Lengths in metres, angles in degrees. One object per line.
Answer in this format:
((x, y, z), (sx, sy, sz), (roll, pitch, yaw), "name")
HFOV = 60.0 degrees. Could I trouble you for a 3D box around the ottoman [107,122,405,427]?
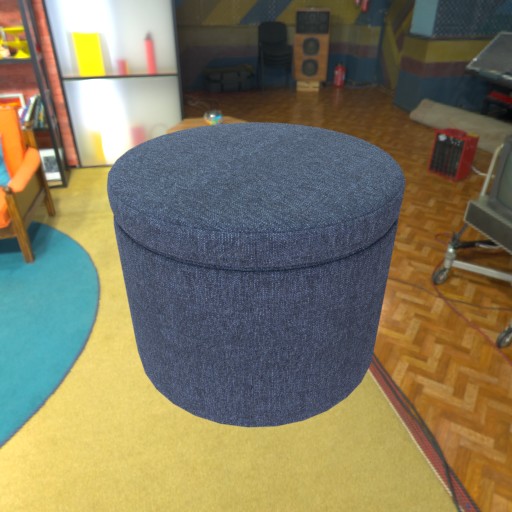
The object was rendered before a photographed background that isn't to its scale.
((0.000, 0.000, 0.864), (0.500, 0.419, 0.500), (0, 32, 0), "ottoman")
